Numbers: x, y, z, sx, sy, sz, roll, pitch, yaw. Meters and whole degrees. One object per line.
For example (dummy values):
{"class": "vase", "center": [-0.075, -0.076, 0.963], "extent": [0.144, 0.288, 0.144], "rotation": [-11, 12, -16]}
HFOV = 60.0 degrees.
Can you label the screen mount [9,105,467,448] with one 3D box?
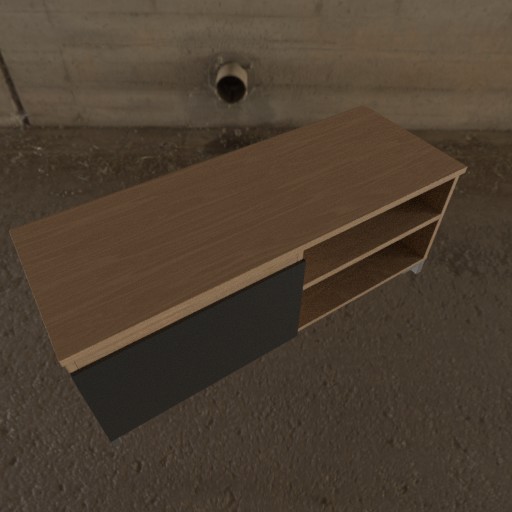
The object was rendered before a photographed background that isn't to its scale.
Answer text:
{"class": "screen mount", "center": [0.000, 0.000, 1.253], "extent": [1.084, 0.432, 0.406], "rotation": [-25, 51, -22]}
